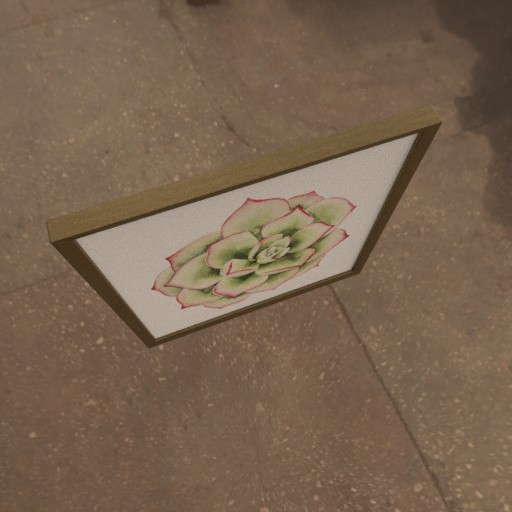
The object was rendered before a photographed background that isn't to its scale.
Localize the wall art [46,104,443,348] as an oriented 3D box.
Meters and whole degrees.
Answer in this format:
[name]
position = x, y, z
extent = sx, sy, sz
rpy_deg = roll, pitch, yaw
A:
[wall art]
position = 0.000, 0.000, 0.768
extent = 0.503, 0.506, 0.031
rpy_deg = -19, 66, -8
